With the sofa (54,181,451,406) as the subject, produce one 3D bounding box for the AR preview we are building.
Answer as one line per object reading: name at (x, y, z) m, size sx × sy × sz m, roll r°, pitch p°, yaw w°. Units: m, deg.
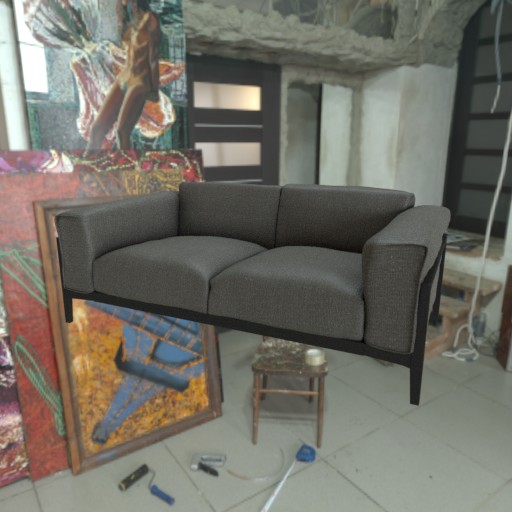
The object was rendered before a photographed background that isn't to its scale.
sofa at (0.000, 0.000, 2.184) m, size 1.690 × 0.656 × 0.960 m, roll 7°, pitch 16°, yaw 25°
